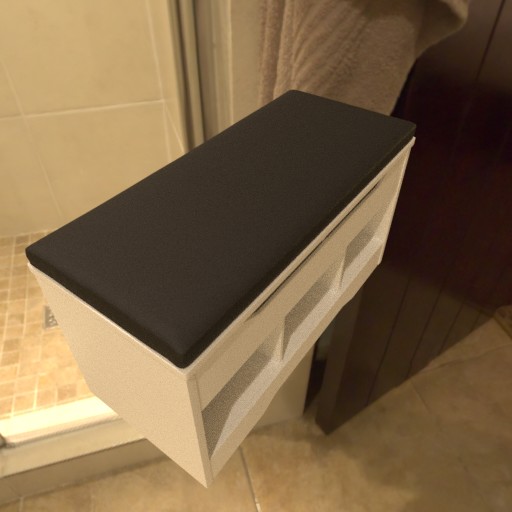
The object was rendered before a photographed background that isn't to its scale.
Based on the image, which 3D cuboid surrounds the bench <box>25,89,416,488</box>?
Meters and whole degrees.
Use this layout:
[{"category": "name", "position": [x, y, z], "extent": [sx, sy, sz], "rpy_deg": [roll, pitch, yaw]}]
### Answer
[{"category": "bench", "position": [0.000, 0.000, 1.142], "extent": [0.401, 0.500, 0.899], "rpy_deg": [26, 49, 26]}]
